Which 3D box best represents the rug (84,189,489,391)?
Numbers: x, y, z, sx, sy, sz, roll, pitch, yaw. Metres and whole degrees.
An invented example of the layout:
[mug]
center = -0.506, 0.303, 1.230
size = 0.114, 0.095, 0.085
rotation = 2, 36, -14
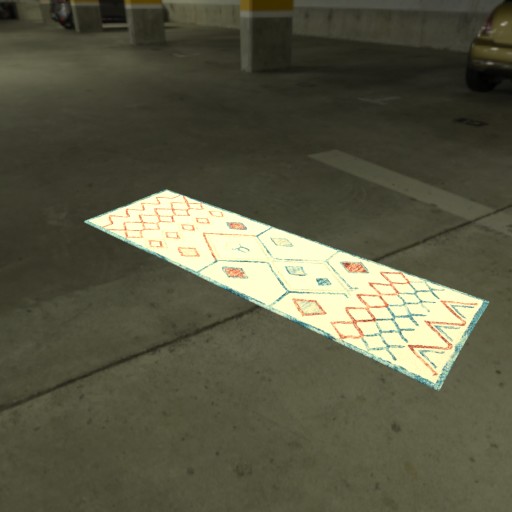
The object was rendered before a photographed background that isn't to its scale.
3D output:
[rug]
center = 0.000, 0.000, 2.652
size = 2.435, 0.011, 0.750
rotation = 22, 37, 32
